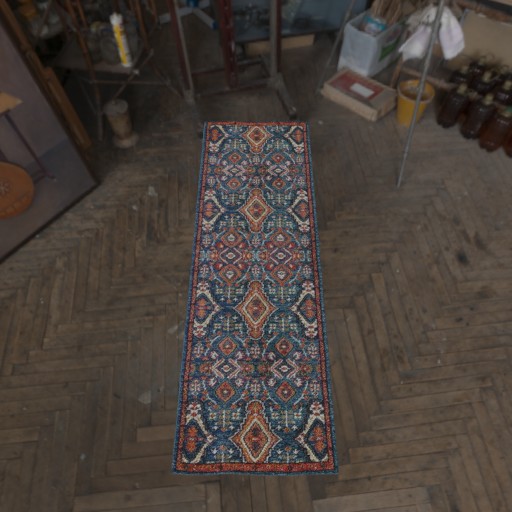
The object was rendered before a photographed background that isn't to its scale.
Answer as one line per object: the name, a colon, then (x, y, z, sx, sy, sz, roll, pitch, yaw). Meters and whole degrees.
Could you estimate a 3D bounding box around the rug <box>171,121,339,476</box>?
rug: (0.000, 0.000, 2.755, 0.801, 0.010, 2.459, 0, 58, 0)
